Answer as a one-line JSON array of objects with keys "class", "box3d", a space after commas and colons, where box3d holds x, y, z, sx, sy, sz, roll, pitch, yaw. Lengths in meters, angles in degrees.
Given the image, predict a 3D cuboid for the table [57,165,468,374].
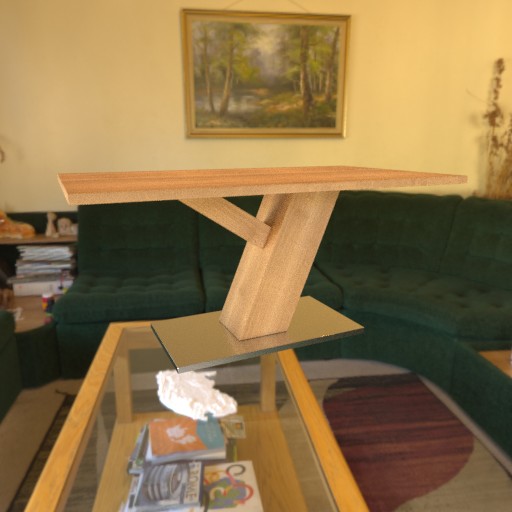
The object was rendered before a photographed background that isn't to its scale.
[{"class": "table", "box3d": [0.000, 0.000, 2.072, 1.600, 0.750, 0.900, -7, 16, -24]}]
